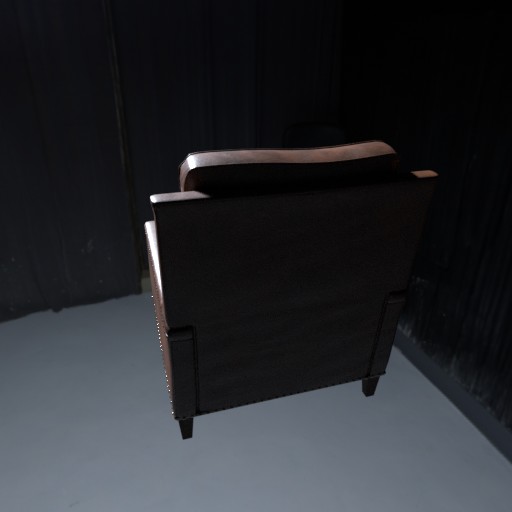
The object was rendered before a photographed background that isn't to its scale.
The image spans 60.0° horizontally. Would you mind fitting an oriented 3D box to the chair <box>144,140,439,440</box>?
[{"bbox_3d":[0.000,0.000,1.849,0.854,1.054,1.035,-7,27,-15],"label":"chair"}]
